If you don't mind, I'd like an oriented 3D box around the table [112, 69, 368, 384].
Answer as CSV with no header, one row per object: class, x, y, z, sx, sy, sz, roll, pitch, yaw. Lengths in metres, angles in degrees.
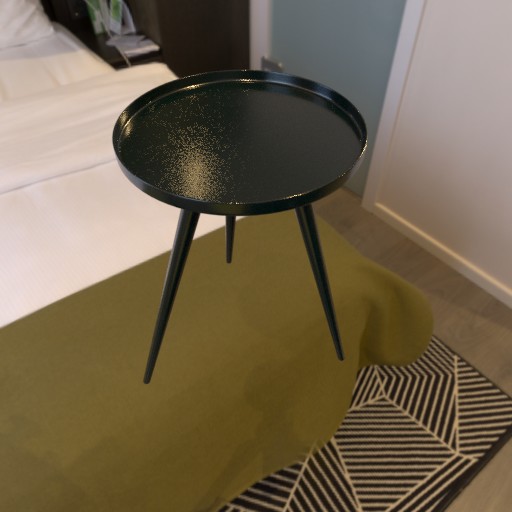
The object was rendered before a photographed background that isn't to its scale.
table,0.000,0.000,0.843,0.415,0.548,0.403,16,48,15
